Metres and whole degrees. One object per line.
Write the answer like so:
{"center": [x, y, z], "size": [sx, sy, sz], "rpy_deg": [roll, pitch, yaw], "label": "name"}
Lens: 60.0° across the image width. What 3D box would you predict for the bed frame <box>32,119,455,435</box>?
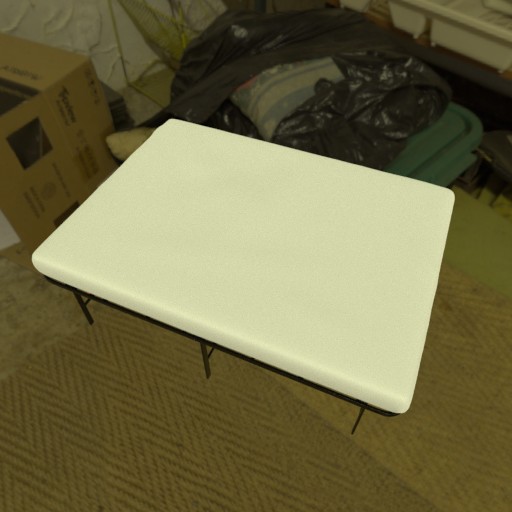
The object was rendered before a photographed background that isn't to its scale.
{"center": [0.000, 0.000, 2.558], "size": [1.905, 0.637, 1.372], "rpy_deg": [18, 52, 15], "label": "bed frame"}
